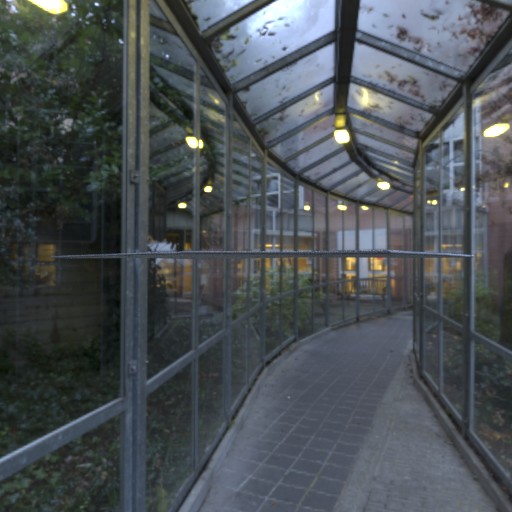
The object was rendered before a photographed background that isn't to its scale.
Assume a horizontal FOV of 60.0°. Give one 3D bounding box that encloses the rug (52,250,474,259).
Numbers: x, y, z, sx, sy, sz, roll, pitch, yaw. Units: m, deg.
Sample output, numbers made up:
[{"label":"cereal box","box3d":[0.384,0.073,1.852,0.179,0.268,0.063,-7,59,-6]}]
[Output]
[{"label":"rug","box3d":[0.000,0.000,2.220,1.789,0.021,1.159,-1,-1,37]}]
